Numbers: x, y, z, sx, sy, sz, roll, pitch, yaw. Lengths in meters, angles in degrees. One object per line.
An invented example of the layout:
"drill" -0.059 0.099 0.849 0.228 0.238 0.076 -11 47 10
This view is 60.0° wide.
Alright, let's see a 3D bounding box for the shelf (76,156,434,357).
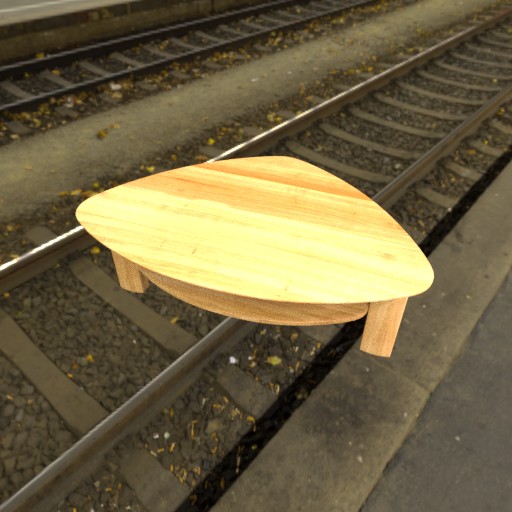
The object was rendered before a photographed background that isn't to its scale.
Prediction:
"shelf" 0.000 0.000 1.741 1.240 0.439 0.863 12 41 15
